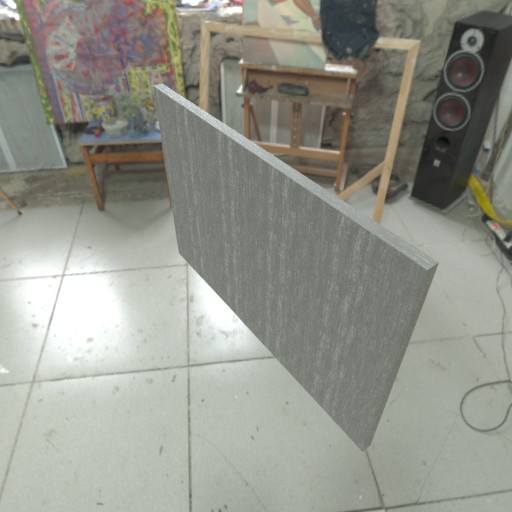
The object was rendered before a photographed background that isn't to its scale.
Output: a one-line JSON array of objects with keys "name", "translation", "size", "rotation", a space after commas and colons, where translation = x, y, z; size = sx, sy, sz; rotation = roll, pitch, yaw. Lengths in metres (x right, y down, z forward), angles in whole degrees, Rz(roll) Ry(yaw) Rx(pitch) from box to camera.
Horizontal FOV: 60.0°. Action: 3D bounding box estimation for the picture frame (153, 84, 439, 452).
[{"name": "picture frame", "translation": [0.000, 0.000, 1.206], "size": [0.029, 0.640, 0.950], "rotation": [-26, 48, -26]}]
